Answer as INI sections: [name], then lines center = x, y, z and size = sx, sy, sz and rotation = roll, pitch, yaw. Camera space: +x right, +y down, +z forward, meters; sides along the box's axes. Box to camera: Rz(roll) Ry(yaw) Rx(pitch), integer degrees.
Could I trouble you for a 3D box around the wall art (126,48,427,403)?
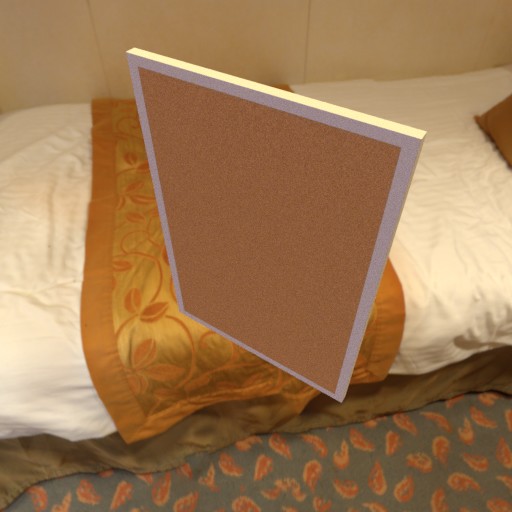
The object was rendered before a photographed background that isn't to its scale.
[wall art]
center = 0.000, 0.000, 0.548
size = 0.303, 0.433, 0.013
rotation = 25, 51, 22
